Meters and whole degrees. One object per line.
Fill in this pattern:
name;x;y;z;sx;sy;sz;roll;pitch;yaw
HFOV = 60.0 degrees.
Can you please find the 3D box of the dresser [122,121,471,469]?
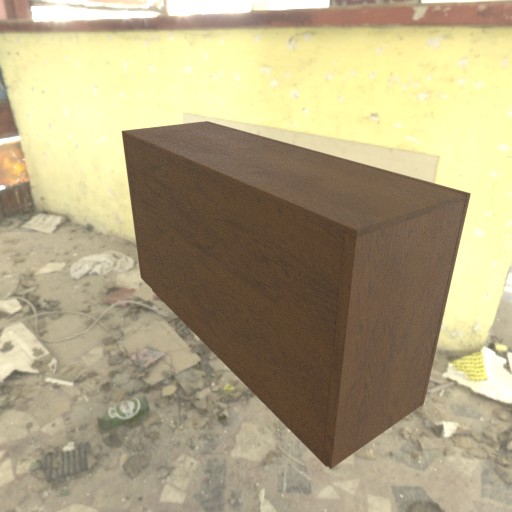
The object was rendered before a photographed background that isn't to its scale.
dresser;0.000;0.000;1.920;0.512;0.889;1.523;-18;31;-31
